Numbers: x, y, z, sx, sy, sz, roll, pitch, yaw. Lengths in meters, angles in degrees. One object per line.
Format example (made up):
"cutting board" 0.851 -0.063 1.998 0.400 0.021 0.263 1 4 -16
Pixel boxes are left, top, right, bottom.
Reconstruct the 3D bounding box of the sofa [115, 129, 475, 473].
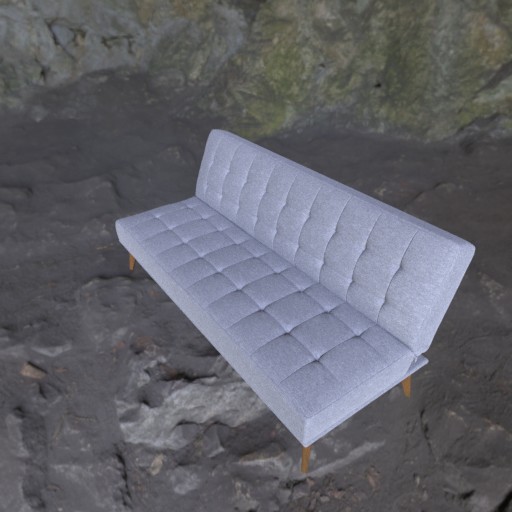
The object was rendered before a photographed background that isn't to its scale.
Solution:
"sofa" 0.000 0.000 2.300 0.860 0.810 1.800 -21 38 -29
